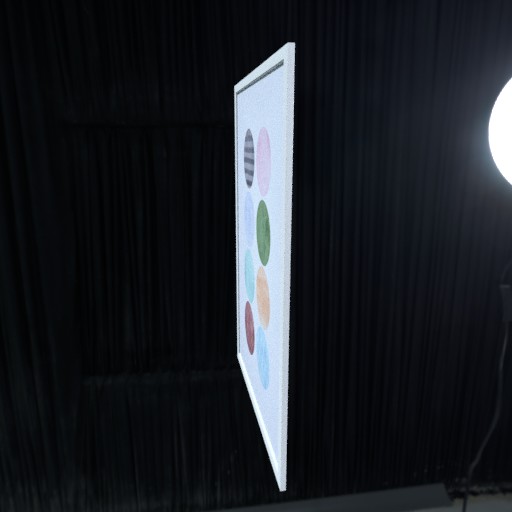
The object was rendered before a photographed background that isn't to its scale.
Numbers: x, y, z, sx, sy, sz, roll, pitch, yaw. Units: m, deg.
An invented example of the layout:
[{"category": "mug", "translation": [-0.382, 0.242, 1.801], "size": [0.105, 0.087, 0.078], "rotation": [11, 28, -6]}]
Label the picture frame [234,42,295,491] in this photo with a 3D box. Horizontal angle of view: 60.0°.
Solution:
[{"category": "picture frame", "translation": [0.000, 0.000, 1.207], "size": [0.013, 0.940, 0.659], "rotation": [-3, 15, -10]}]
